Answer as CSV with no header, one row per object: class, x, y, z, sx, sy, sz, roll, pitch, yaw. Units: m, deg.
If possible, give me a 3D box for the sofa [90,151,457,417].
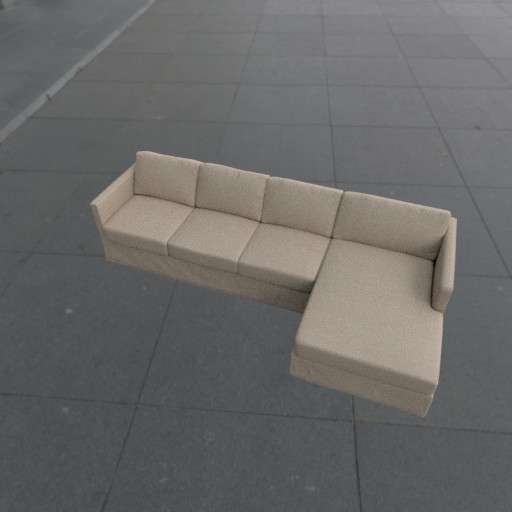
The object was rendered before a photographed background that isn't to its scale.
sofa,0.000,0.000,3.880,3.177,0.867,1.622,14,43,15
